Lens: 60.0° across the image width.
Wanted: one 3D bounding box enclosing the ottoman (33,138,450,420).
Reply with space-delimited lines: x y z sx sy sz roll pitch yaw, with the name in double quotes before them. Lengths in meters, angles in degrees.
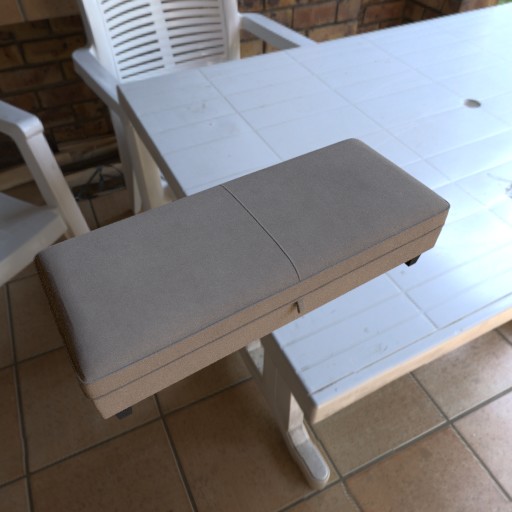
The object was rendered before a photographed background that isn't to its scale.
"ottoman" 0.000 0.000 2.021 1.726 0.460 0.735 -24 51 -21
